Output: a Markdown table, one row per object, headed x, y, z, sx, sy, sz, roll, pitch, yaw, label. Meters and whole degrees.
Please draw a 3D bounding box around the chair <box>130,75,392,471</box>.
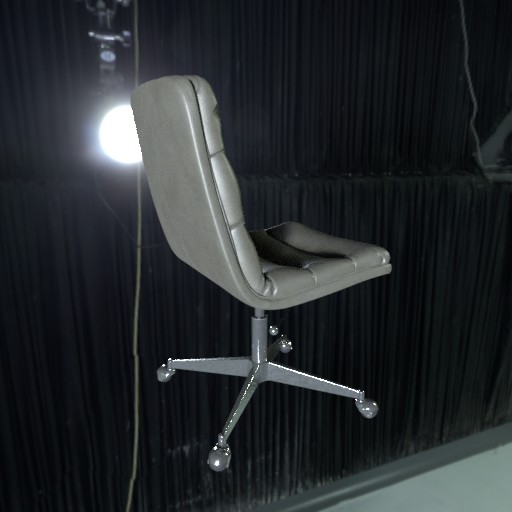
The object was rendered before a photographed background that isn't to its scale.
| x | y | z | sx | sy | sz | roll | pitch | yaw | label |
| --- | --- | --- | --- | --- | --- | --- | --- | --- | --- |
| 0.000 | 0.000 | 1.025 | 0.485 | 0.738 | 0.422 | -7 | 16 | -27 | chair |
